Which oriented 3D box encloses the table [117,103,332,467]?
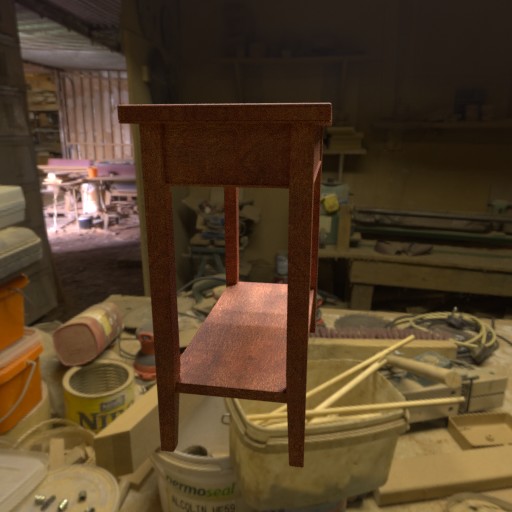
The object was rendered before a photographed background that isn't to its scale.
[{"bbox_3d":[0.000,0.000,0.985,0.305,0.610,0.610,3,16,9],"label":"table"}]
